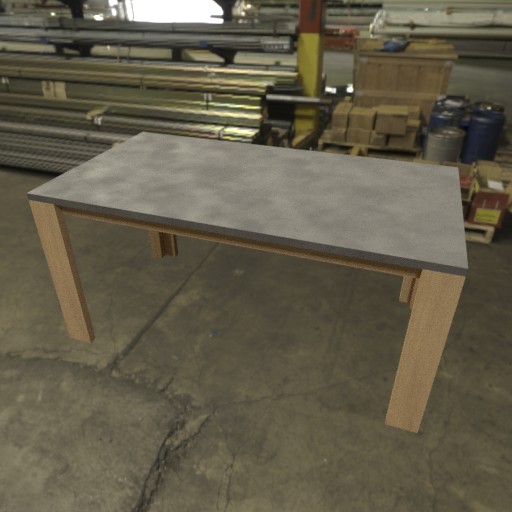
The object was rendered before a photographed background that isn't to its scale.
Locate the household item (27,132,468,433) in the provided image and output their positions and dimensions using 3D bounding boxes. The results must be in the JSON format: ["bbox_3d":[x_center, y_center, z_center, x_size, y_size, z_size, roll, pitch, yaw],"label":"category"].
[{"bbox_3d":[0.000,0.000,2.048,1.600,0.755,0.850,11,34,16],"label":"household item"}]
